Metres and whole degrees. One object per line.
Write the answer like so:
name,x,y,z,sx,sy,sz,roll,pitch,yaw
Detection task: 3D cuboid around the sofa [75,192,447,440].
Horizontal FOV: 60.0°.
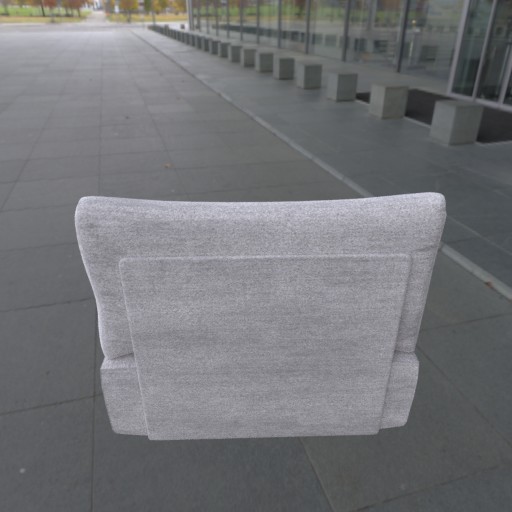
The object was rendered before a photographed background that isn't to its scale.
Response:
sofa,0.000,0.000,1.658,0.930,0.820,1.000,-1,29,-2
